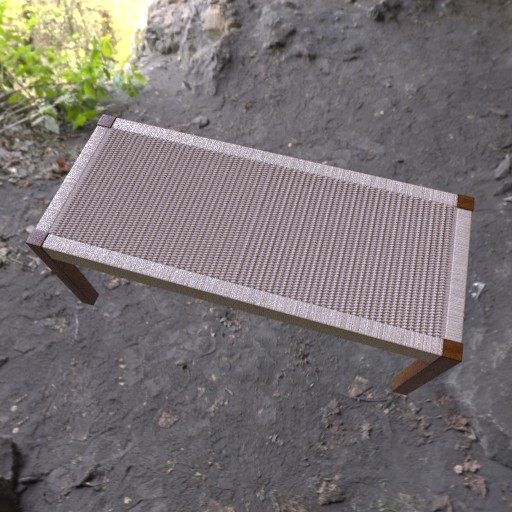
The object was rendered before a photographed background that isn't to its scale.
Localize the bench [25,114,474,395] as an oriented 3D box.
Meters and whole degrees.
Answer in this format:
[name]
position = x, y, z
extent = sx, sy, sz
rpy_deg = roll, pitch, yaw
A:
[bench]
position = 0.000, 0.000, 1.476
extent = 1.198, 0.457, 0.507
rpy_deg = 14, 64, 7
